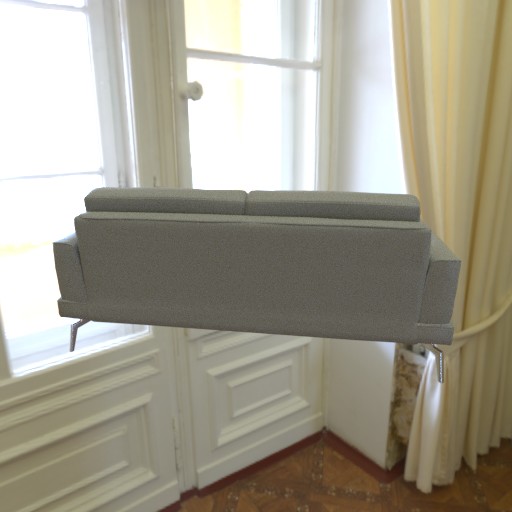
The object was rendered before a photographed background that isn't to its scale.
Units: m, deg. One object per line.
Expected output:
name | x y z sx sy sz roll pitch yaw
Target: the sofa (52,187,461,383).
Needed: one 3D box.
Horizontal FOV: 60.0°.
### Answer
sofa | 0.000 0.000 2.780 2.177 0.930 1.121 3 17 9
